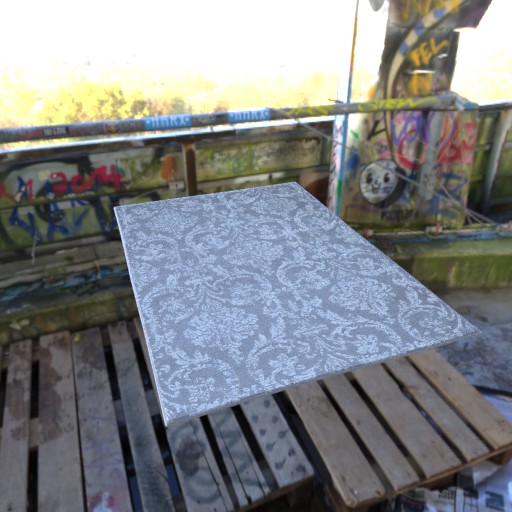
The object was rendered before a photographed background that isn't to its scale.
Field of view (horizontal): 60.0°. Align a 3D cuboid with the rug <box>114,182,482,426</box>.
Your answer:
[{"bbox_3d":[0.000,0.000,2.858,1.578,0.014,2.206,-11,32,-18],"label":"rug"}]
